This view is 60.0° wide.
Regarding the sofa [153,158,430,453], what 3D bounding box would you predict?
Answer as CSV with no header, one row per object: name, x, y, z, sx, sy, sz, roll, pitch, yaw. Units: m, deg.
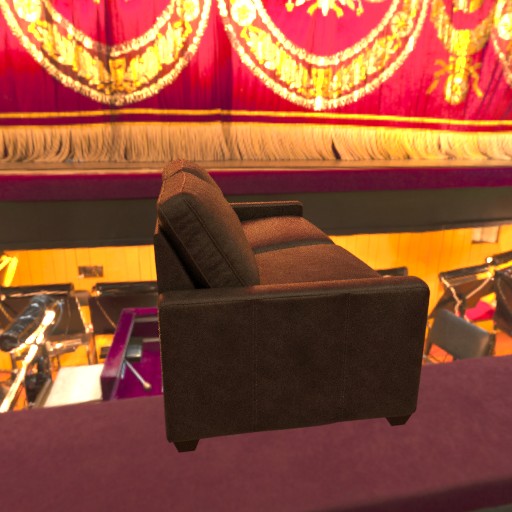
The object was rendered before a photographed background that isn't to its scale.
sofa,0.000,0.000,2.286,0.939,0.916,1.732,-3,17,-10
